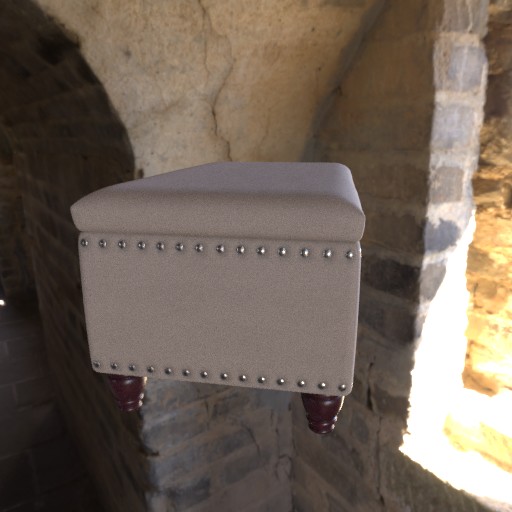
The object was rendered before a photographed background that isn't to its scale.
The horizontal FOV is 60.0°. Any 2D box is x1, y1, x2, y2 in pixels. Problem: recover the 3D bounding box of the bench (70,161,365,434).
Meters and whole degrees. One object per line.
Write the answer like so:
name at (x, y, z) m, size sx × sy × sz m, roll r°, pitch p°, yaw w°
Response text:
bench at (0.000, 0.000, 1.190) m, size 0.500 × 0.449 × 0.887 m, roll 3°, pitch 16°, yaw 10°
